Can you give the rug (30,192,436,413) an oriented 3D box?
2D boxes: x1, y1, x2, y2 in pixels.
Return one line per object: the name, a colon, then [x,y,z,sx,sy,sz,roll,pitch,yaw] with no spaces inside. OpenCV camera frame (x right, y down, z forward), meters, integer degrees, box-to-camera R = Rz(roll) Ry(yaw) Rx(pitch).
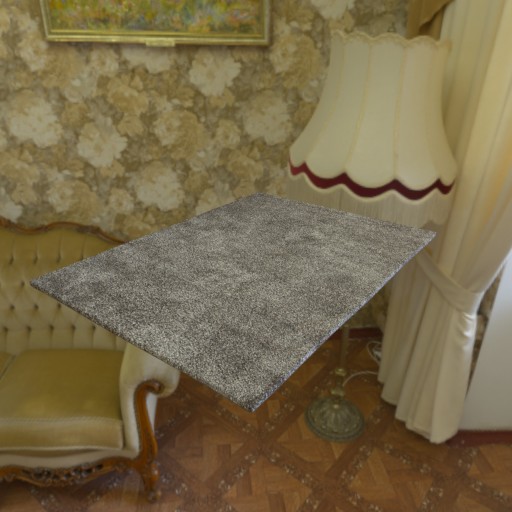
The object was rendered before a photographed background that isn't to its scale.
rug: [0.000,0.000,2.122,1.198,0.025,1.601,18,31,33]
